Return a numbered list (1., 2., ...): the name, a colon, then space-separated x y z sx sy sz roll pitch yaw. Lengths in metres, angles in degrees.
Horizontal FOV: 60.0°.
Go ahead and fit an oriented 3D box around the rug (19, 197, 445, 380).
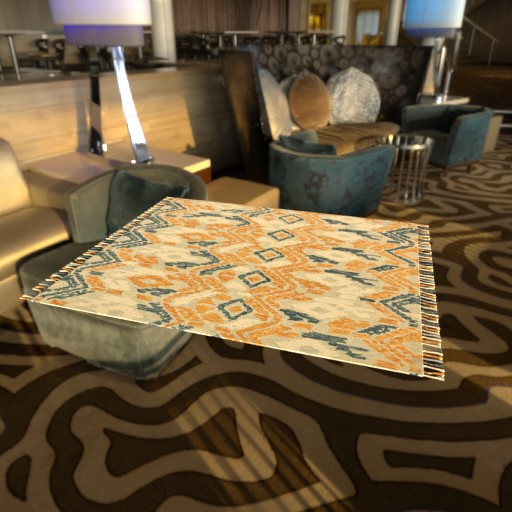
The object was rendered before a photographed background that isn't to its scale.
1. rug: 0.000 0.000 4.012 3.048 0.010 2.439 8 28 15
